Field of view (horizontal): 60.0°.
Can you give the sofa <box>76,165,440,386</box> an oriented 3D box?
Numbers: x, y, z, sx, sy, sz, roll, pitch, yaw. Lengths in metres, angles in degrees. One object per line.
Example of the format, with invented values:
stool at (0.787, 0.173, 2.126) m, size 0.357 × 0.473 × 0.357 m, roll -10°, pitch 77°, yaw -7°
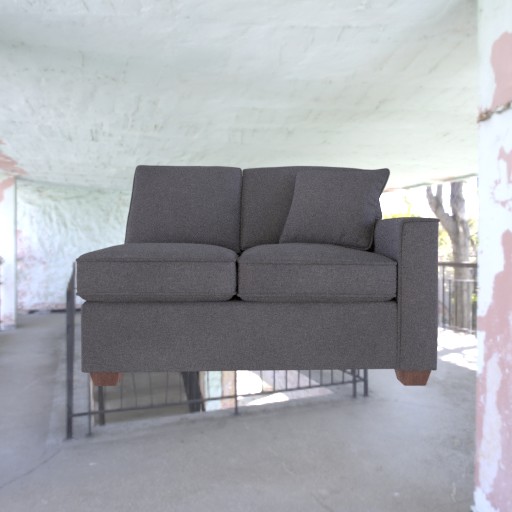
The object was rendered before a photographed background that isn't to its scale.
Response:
sofa at (0.000, 0.000, 2.129) m, size 1.388 × 0.989 × 0.991 m, roll 0°, pitch 1°, yaw 0°
